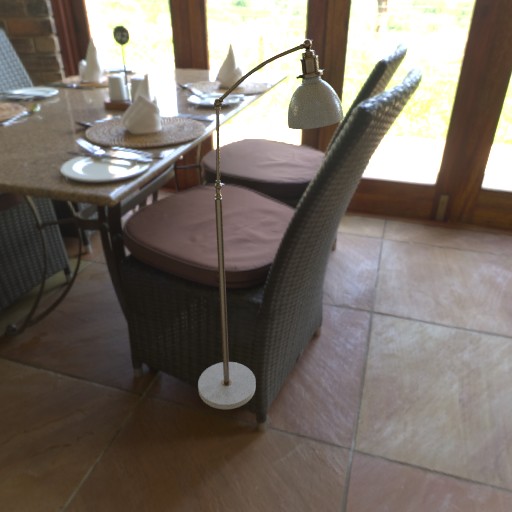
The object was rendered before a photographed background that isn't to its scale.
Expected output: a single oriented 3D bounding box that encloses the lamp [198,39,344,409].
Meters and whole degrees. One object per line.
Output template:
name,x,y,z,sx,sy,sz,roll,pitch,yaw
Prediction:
lamp,0.000,0.000,1.791,0.599,1.586,0.288,11,32,18
